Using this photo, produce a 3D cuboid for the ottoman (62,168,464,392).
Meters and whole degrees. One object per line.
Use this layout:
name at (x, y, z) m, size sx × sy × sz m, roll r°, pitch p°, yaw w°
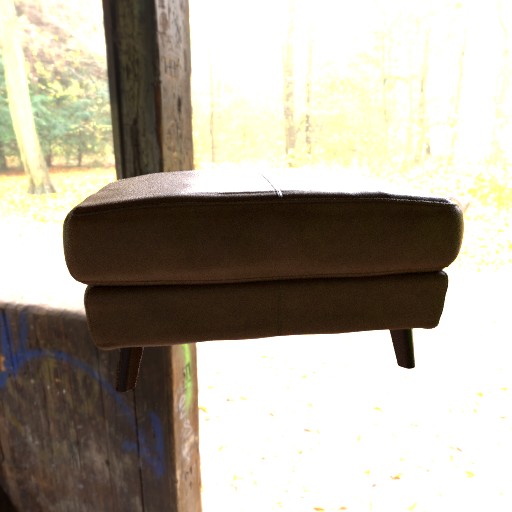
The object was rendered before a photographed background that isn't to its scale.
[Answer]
ottoman at (0.000, 0.000, 1.220) m, size 0.869 × 0.461 × 0.630 m, roll -2°, pitch 15°, yaw -8°
